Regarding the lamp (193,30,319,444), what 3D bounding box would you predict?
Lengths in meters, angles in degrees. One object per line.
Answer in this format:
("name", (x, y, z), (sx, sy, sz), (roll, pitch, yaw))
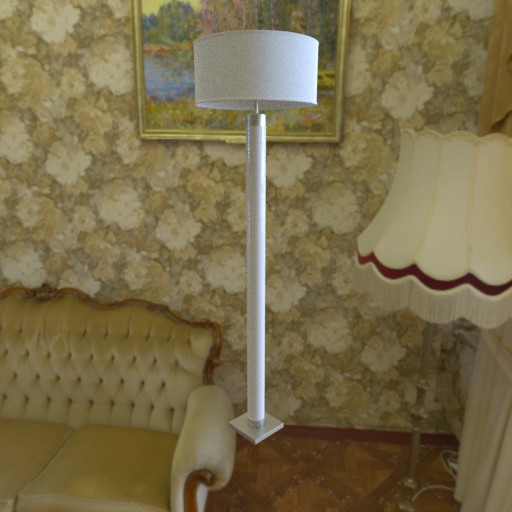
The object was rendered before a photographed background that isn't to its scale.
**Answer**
("lamp", (0.000, 0.000, 1.666), (0.420, 1.475, 0.420), (-13, 19, -42))
